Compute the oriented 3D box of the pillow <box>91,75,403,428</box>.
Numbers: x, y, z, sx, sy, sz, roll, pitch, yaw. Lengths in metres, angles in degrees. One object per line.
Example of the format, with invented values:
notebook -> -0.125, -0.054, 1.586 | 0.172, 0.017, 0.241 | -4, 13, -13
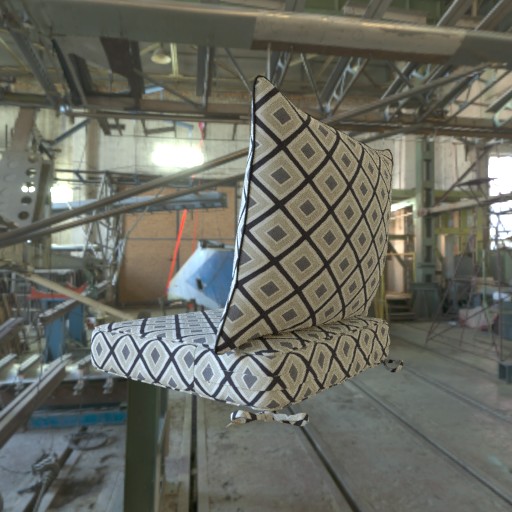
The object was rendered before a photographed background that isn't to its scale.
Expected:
pillow -> 0.000, 0.000, 1.350 | 0.733, 0.722, 0.798 | 0, -1, 37
